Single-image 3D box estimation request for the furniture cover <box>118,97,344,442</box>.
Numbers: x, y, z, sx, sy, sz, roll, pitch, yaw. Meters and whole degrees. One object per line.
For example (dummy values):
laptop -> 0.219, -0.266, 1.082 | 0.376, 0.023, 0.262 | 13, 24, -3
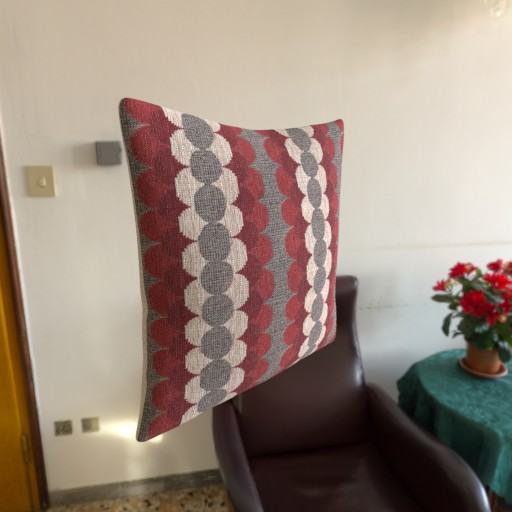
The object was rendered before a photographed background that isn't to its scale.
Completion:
furniture cover -> 0.000, 0.000, 0.665 | 0.145, 0.420, 0.435 | 13, 19, 42
